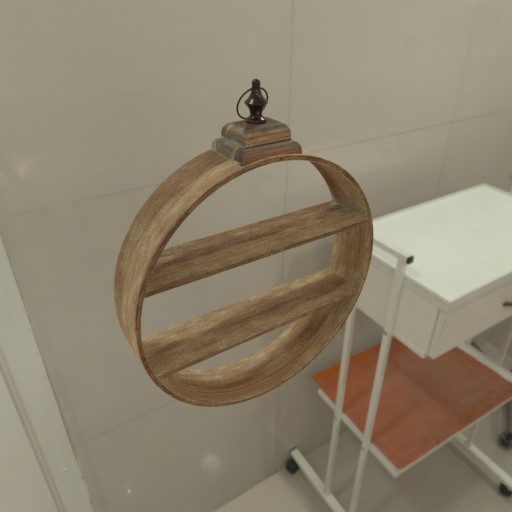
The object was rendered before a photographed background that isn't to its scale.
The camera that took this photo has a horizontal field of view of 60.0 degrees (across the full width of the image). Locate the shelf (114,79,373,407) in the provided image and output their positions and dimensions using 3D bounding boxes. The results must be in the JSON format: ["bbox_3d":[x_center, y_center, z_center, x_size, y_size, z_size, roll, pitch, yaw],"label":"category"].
[{"bbox_3d":[0.000,0.000,0.965,0.601,0.725,0.125,-18,35,-28],"label":"shelf"}]
